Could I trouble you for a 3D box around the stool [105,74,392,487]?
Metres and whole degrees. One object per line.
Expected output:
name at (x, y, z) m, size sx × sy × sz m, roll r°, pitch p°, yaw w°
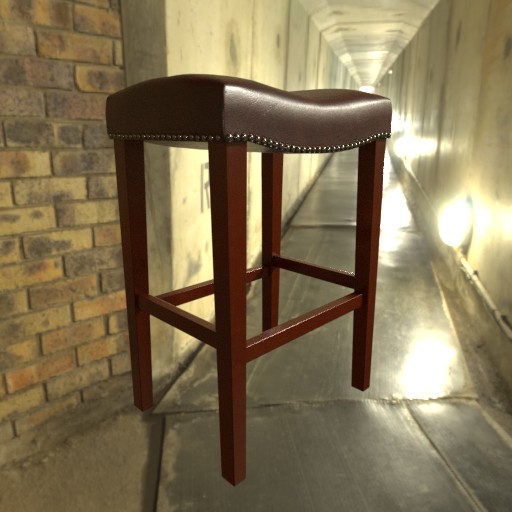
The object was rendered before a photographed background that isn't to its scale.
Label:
stool at (0.000, 0.000, 1.021) m, size 0.504 × 0.742 × 0.372 m, roll -15°, pitch 22°, yaw -43°
